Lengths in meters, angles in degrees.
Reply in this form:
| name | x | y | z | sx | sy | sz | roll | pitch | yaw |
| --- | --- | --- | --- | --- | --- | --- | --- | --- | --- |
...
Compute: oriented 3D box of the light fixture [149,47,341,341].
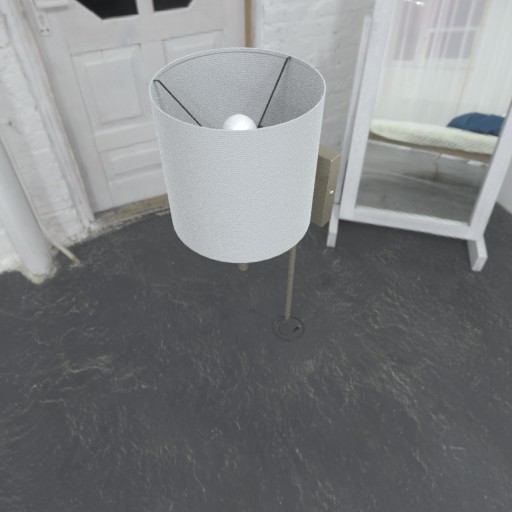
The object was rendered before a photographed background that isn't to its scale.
| name | x | y | z | sx | sy | sz | roll | pitch | yaw |
| --- | --- | --- | --- | --- | --- | --- | --- | --- | --- |
| light fixture | 0.000 | 0.000 | 0.704 | 0.188 | 0.589 | 0.248 | 32 | 55 | 26 |
